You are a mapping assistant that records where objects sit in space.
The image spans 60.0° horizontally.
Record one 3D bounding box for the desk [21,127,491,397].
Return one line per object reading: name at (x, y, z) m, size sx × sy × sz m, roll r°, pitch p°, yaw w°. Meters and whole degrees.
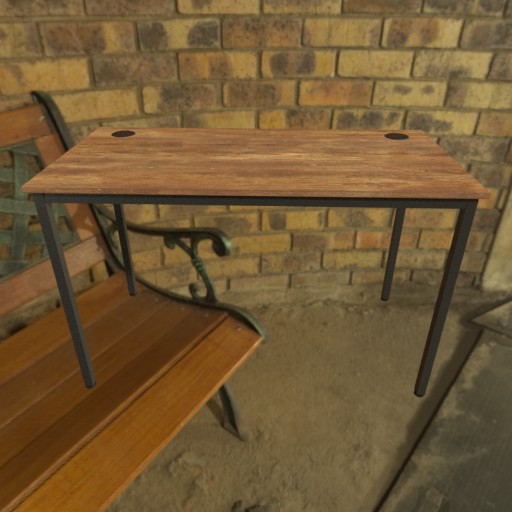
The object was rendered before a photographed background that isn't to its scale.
desk at (0.000, 0.000, 1.577) m, size 1.200 × 0.749 × 0.600 m, roll 1°, pitch 31°, yaw 2°
